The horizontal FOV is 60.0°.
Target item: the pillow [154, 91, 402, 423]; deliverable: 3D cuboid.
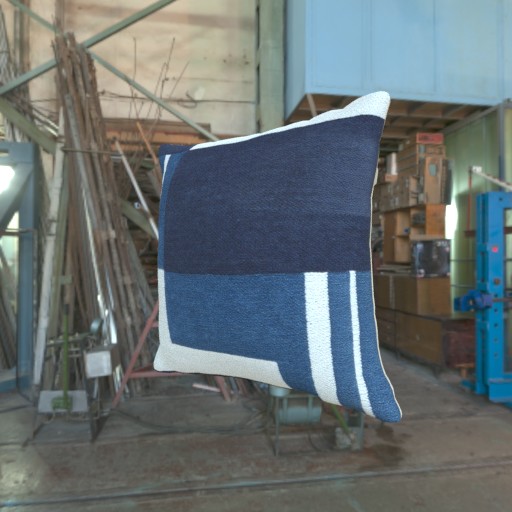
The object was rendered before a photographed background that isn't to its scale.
[{"bbox_3d":[0.000,0.000,0.821,0.536,0.506,0.229,0,-1,35],"label":"pillow"}]
